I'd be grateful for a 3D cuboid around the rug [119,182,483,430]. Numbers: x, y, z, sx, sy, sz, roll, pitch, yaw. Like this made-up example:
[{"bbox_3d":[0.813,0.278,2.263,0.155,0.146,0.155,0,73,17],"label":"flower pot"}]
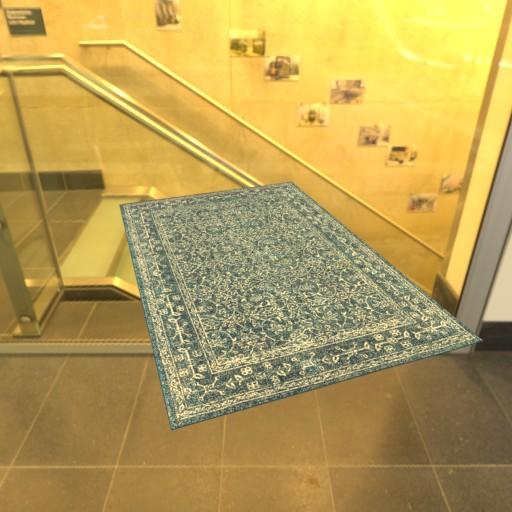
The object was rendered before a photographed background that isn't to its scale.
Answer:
[{"bbox_3d":[0.000,0.000,2.260,1.200,0.005,1.819,-10,32,-17],"label":"rug"}]
